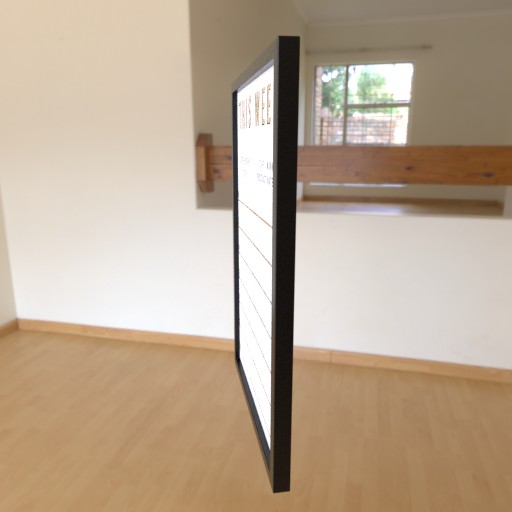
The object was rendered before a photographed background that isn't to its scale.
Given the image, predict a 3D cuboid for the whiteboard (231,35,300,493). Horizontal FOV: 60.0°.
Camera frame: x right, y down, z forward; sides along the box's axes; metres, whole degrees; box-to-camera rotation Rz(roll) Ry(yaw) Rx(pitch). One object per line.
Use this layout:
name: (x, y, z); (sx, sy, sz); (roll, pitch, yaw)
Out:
whiteboard: (0.000, 0.000, 0.765); (0.026, 0.611, 0.406); (-3, 14, -10)
